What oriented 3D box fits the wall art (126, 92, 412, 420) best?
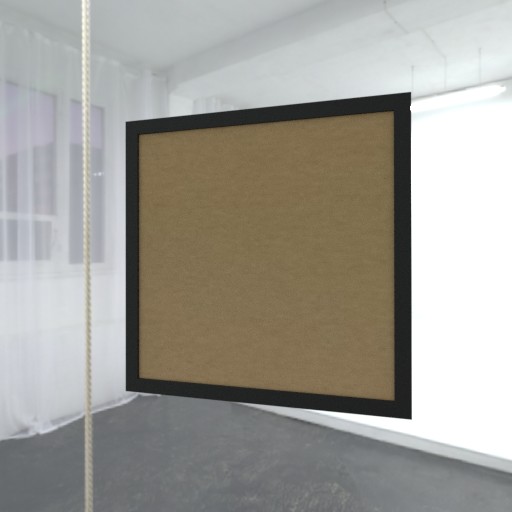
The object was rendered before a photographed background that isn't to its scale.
[{"bbox_3d":[0.000,0.000,0.540,0.358,0.357,0.012,0,0,17],"label":"wall art"}]
